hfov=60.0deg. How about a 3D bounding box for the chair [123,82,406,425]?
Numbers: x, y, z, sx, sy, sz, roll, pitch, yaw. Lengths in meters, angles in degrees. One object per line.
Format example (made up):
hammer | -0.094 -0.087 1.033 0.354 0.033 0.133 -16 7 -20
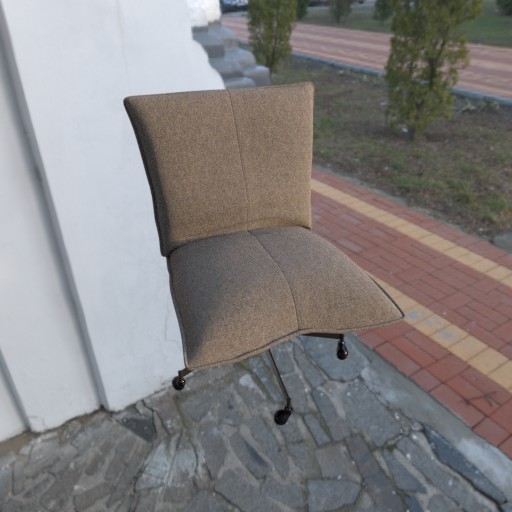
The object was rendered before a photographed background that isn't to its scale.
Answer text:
chair | 0.000 0.000 1.287 0.597 0.811 0.696 -9 33 -15
